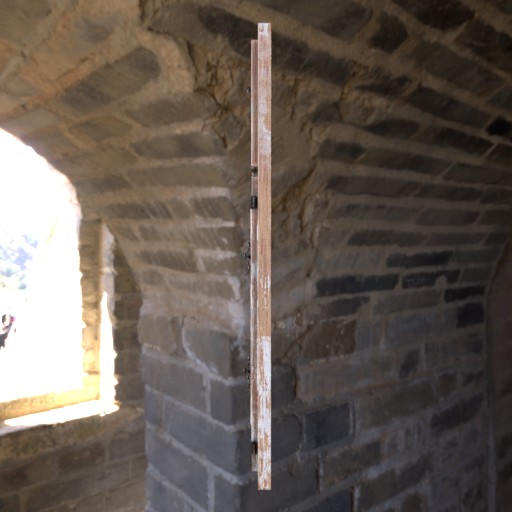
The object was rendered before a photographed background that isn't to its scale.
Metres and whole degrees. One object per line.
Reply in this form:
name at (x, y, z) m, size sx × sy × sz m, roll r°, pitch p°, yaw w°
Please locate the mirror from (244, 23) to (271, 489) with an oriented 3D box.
mirror at (0.000, 0.000, 1.506) m, size 0.083 × 1.213 × 0.707 m, roll 0°, pitch 1°, yaw 0°
